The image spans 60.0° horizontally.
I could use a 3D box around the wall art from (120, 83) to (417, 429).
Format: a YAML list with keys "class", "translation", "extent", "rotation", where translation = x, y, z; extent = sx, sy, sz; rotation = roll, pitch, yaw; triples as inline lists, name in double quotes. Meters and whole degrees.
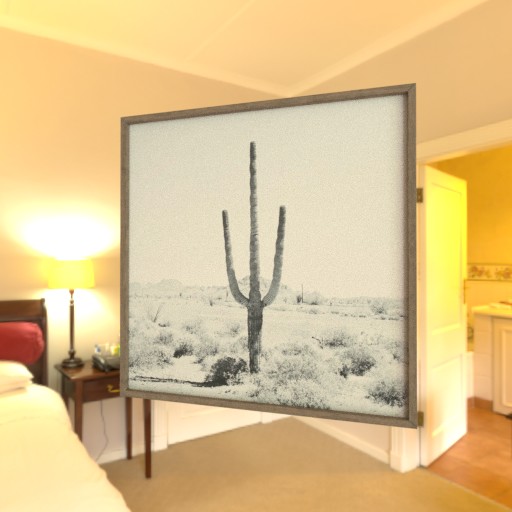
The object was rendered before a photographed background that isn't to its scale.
- class: "wall art"
  translation: [0.000, 0.000, 0.747]
  extent: [0.508, 0.508, 0.038]
  rotation: [0, 0, 18]
